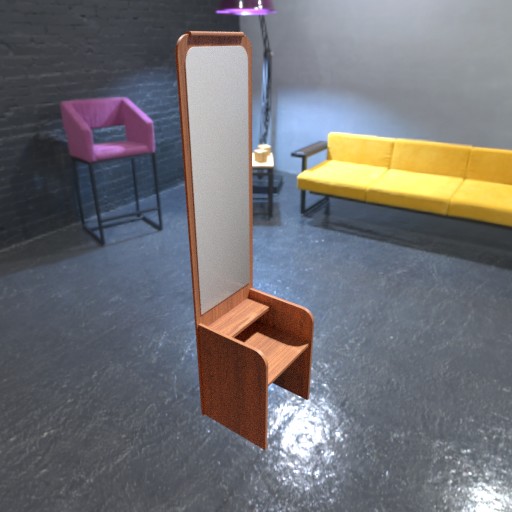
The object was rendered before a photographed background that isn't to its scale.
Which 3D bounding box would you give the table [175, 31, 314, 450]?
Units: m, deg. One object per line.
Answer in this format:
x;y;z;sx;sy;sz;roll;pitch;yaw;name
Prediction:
0.000;0.000;2.024;0.420;1.830;0.450;18;31;32;table
